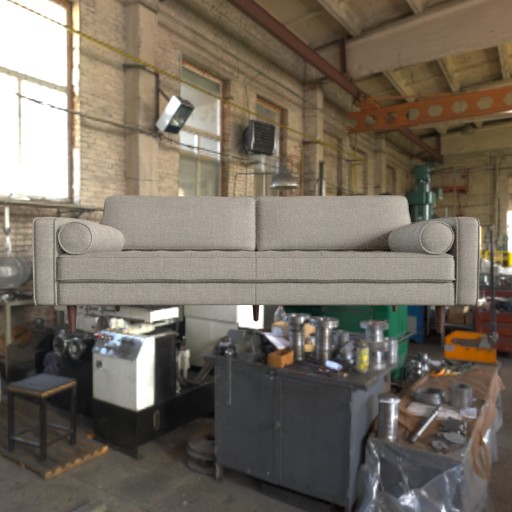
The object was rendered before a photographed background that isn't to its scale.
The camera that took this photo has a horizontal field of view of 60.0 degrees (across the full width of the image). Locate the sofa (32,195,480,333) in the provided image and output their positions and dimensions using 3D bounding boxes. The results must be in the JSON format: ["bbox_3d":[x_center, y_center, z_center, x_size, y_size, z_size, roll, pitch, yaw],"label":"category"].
[{"bbox_3d":[0.000,0.000,2.593,2.211,0.762,0.914,0,1,0],"label":"sofa"}]
